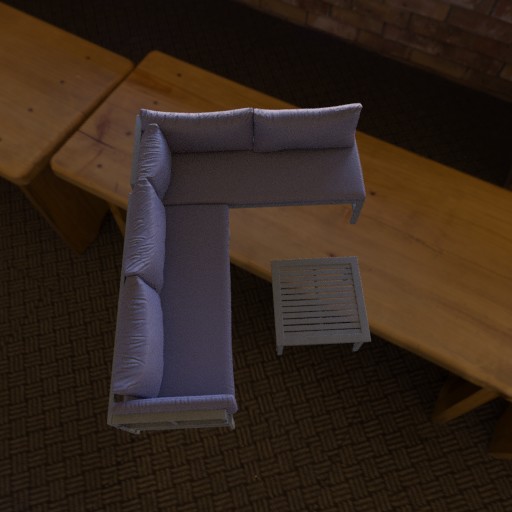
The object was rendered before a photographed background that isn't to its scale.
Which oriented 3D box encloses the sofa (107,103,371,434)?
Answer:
[{"bbox_3d":[0.000,0.000,3.021,1.658,0.762,2.149,-2,64,-1],"label":"sofa"}]
